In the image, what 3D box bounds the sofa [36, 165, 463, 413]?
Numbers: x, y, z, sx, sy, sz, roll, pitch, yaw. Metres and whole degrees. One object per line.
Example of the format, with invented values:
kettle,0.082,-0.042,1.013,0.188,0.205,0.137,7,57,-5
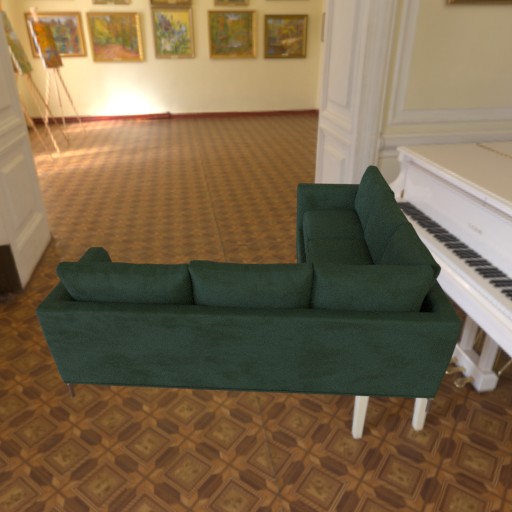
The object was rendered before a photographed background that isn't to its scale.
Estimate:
sofa,0.000,0.000,3.714,2.452,1.004,2.468,1,27,3
